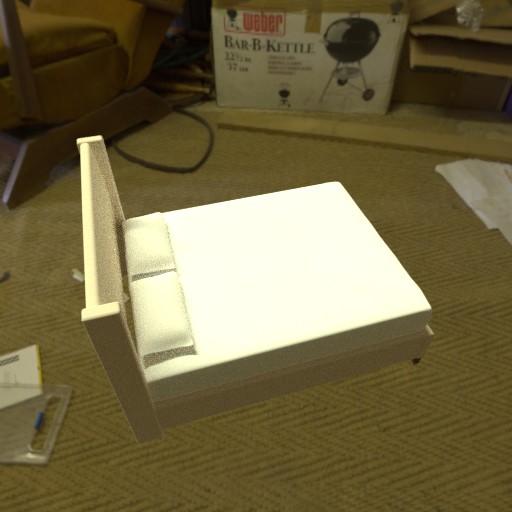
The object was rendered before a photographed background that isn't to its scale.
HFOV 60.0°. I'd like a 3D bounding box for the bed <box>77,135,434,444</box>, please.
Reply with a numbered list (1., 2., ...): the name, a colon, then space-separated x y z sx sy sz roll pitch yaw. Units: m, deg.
1. bed: 0.000 0.000 3.486 2.293 1.471 1.778 -12 46 -12
